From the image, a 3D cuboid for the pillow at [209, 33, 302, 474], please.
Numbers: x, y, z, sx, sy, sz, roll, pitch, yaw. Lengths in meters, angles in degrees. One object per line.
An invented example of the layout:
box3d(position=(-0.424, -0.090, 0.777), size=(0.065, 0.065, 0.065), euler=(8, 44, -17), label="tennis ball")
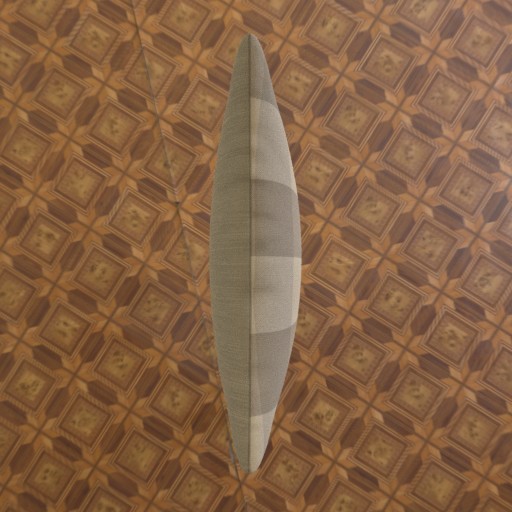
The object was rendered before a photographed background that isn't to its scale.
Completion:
box3d(position=(0.000, 0.000, 0.762), size=(0.161, 0.509, 0.511), euler=(0, 89, 2), label="pillow")
